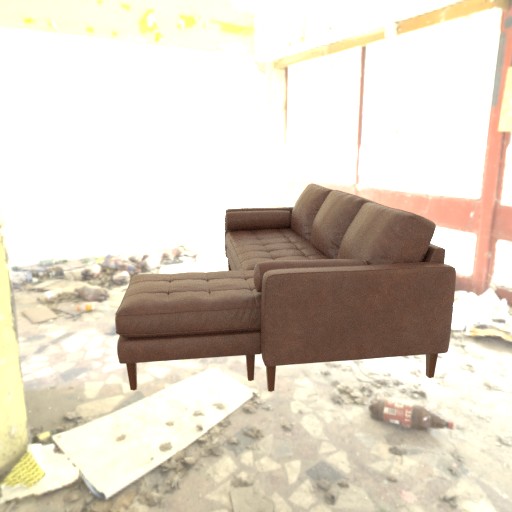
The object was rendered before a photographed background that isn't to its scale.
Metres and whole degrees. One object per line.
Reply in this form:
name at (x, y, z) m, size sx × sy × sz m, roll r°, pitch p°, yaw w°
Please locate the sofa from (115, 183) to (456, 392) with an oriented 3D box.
sofa at (0.000, 0.000, 3.048) m, size 1.613 × 0.841 × 2.185 m, roll -2°, pitch 14°, yaw -9°
